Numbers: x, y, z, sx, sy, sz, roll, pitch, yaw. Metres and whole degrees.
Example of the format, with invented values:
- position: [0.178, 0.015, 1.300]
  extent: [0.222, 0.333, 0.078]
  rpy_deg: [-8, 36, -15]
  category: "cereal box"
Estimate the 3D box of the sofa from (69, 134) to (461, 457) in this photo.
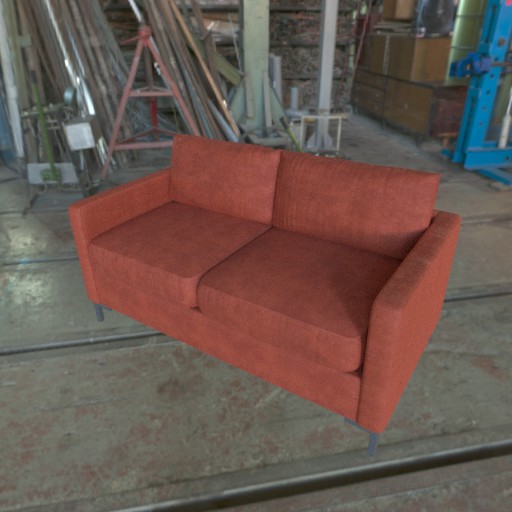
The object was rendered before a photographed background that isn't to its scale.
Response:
- position: [0.000, 0.000, 2.065]
  extent: [1.574, 0.896, 0.864]
  rpy_deg: [18, 33, 29]
  category: "sofa"
